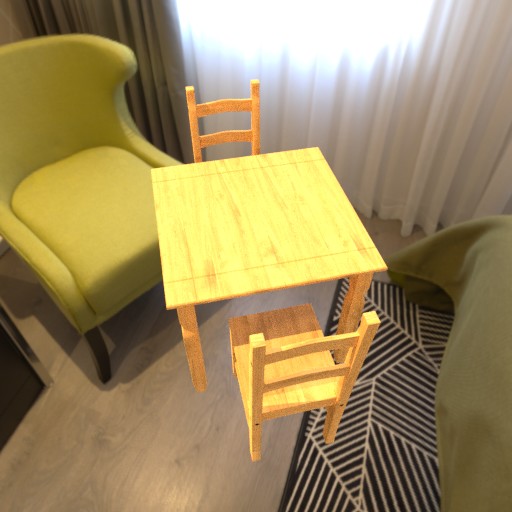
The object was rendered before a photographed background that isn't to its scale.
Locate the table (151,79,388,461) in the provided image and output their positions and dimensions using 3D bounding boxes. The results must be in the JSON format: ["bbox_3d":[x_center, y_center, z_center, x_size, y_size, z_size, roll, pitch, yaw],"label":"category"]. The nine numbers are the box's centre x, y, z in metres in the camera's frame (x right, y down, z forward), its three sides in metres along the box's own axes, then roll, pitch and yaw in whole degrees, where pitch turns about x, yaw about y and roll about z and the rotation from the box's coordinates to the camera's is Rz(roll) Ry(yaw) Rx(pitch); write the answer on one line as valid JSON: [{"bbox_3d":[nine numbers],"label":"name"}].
[{"bbox_3d":[0.000,0.000,2.037,0.813,0.942,1.501,-10,48,-9],"label":"table"}]
